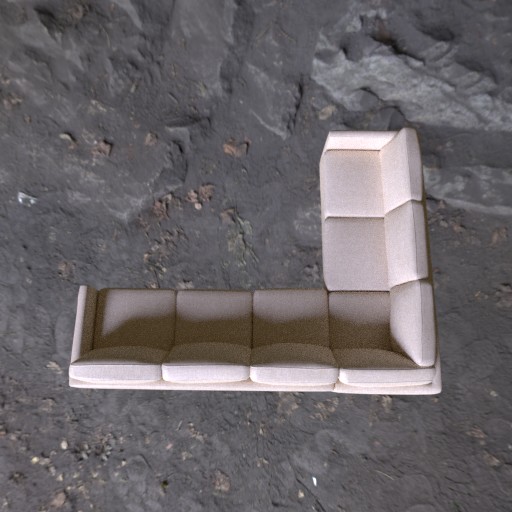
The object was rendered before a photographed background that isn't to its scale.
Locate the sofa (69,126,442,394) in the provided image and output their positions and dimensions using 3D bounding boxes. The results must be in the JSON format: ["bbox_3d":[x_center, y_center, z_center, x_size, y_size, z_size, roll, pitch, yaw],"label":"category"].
[{"bbox_3d":[0.000,0.000,4.408,3.302,0.947,2.593,1,75,0],"label":"sofa"}]
